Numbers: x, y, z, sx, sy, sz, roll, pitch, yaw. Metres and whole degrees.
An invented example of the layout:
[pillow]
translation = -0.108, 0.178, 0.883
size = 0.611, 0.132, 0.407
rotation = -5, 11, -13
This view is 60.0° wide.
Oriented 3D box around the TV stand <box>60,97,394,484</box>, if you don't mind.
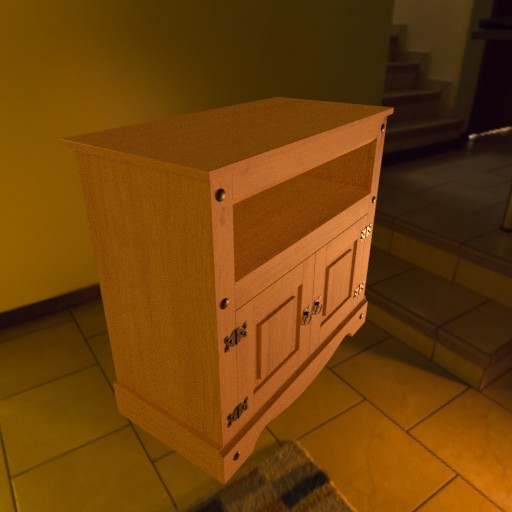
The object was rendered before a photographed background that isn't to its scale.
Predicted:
[TV stand]
translation = 0.000, 0.000, 1.328
size = 0.430, 0.787, 0.851
rotation = 18, 32, 31
